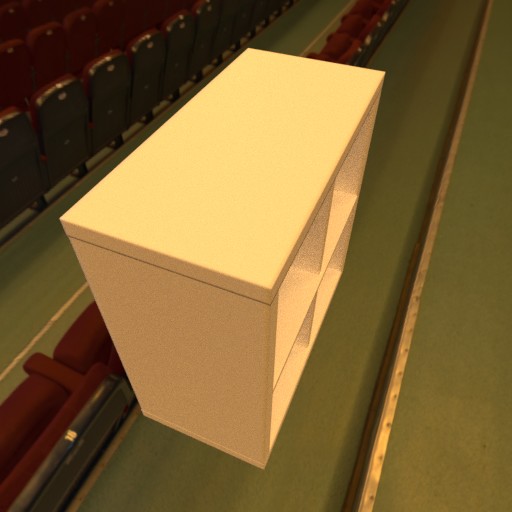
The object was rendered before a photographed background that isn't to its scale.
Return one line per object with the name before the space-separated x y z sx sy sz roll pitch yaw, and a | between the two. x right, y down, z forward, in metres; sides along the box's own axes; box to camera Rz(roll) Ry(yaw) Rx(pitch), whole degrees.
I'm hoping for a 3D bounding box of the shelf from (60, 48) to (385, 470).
shelf | 0.000 0.000 1.238 0.390 0.786 0.790 17 49 16
